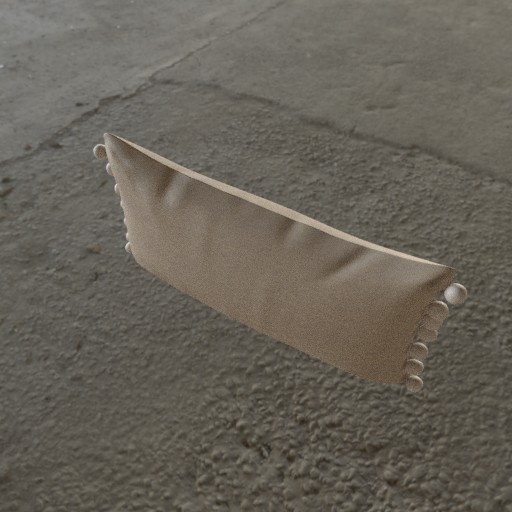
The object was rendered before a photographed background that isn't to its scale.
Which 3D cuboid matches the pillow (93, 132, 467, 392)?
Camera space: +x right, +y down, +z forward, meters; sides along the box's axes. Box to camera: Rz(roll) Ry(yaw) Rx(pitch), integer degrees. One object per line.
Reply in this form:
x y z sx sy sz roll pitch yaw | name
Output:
0.000 0.000 0.828 0.709 0.322 0.201 23 50 21 | pillow
